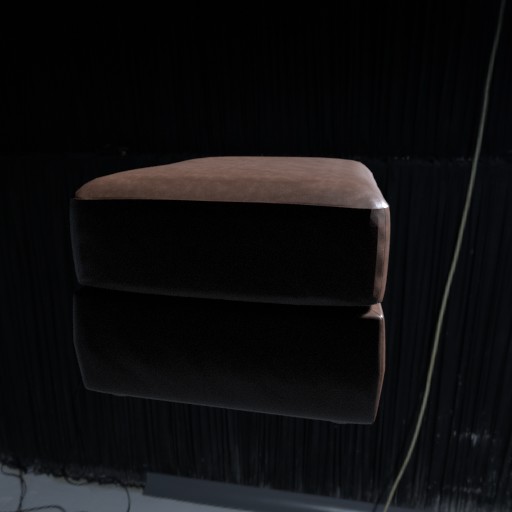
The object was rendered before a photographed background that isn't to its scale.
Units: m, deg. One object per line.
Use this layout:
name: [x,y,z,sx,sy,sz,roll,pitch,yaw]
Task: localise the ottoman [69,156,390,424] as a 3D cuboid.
ottoman: [0.000,0.000,1.137,0.603,0.476,0.751,3,16,11]
